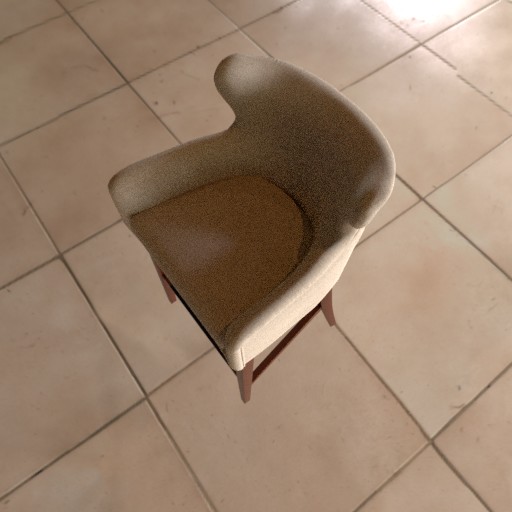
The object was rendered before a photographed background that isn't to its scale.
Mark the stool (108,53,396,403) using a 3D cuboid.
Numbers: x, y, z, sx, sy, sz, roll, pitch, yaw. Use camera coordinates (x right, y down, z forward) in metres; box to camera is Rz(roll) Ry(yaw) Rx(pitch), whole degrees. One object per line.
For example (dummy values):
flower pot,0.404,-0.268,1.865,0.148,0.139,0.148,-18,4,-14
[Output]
stool,0.000,0.000,1.390,0.563,1.034,0.556,-35,68,-16
